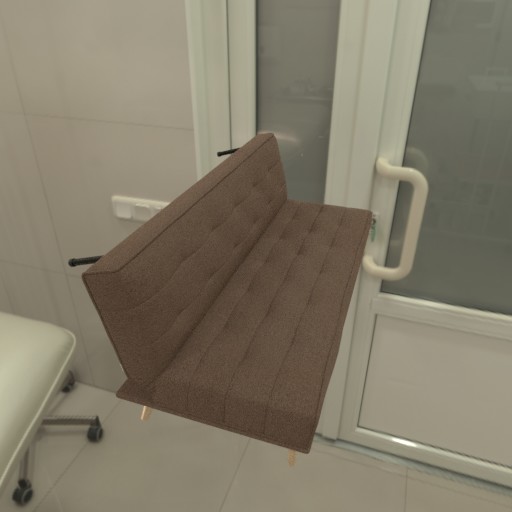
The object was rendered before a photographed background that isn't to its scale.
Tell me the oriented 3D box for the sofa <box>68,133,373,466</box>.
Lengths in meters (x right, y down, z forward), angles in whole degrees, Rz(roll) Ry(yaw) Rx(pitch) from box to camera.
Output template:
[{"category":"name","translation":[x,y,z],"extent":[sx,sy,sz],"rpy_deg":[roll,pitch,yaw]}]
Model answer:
[{"category":"sofa","translation":[0.000,0.000,2.307],"extent":[1.038,0.810,1.820],"rpy_deg":[10,32,16]}]
